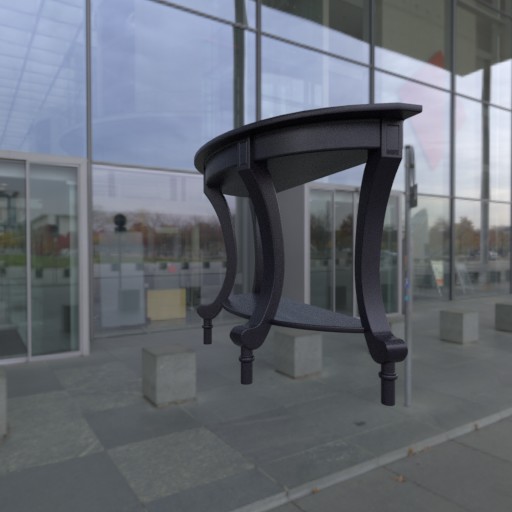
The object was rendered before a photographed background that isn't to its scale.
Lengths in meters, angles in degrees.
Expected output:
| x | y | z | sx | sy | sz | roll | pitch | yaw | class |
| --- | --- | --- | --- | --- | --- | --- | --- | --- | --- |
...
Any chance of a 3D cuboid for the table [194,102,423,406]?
| x | y | z | sx | sy | sz | roll | pitch | yaw | class |
| --- | --- | --- | --- | --- | --- | --- | --- | --- | --- |
| 0.000 | 0.000 | 1.503 | 0.394 | 0.692 | 1.198 | 0 | 1 | -18 | table |
